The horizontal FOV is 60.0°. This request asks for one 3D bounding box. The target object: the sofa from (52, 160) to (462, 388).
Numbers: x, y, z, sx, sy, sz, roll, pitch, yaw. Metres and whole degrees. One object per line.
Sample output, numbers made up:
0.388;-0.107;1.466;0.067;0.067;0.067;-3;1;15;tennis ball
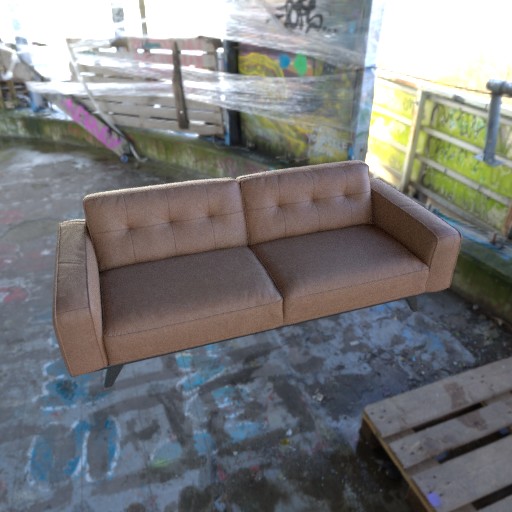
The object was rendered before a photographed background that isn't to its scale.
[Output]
0.000;0.000;2.731;2.270;0.780;0.953;-10;33;-16;sofa
